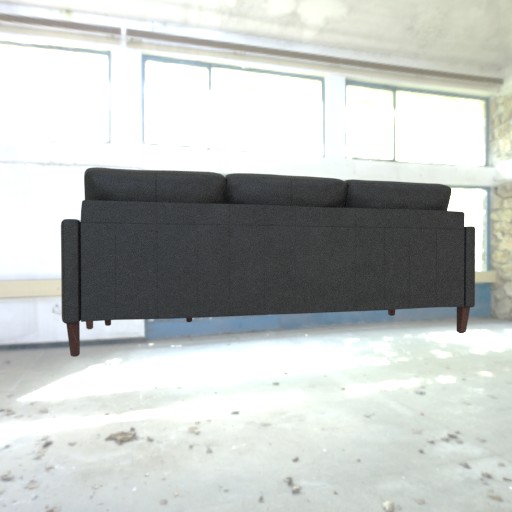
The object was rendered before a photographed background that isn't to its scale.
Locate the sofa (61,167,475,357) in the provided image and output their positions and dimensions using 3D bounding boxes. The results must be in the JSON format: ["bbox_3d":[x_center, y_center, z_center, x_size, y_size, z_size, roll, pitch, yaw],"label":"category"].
[{"bbox_3d":[0.000,0.000,2.922,2.178,0.876,1.497,0,1,-16],"label":"sofa"}]
